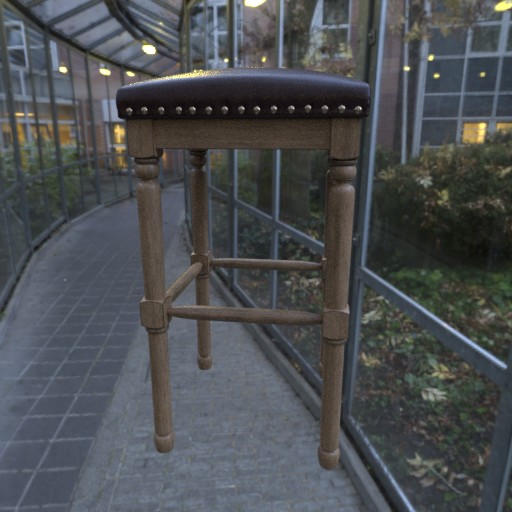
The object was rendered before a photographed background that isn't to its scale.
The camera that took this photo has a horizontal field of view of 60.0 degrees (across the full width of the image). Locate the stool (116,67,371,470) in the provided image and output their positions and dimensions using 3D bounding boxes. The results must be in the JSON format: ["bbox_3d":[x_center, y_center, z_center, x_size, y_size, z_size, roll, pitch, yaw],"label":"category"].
[{"bbox_3d":[0.000,0.000,0.902,0.383,0.702,0.382,2,15,8],"label":"stool"}]
